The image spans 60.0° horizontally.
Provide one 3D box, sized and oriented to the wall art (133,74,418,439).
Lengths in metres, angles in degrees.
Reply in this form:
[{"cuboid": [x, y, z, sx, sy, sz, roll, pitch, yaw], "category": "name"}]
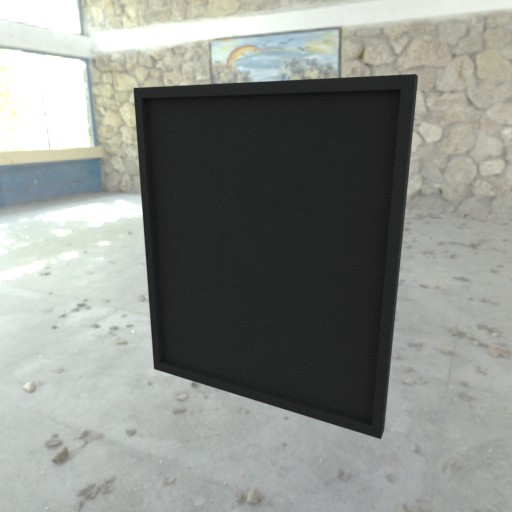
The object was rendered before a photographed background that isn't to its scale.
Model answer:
[{"cuboid": [0.000, 0.000, 0.695, 0.432, 0.508, 0.021, 8, 18, 26], "category": "wall art"}]
